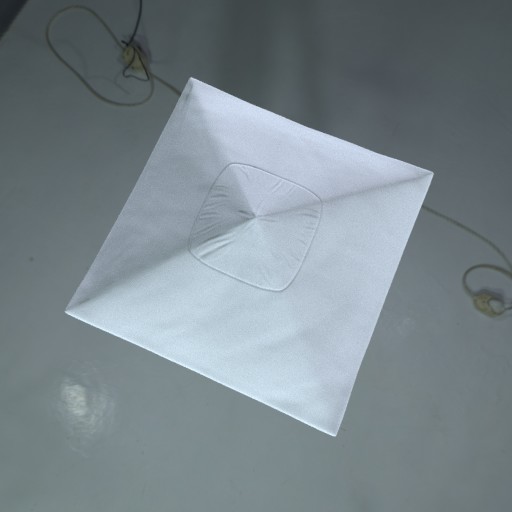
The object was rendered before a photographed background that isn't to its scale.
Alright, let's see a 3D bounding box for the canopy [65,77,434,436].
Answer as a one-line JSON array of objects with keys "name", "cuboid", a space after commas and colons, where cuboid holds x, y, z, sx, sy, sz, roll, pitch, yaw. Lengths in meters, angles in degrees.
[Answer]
[{"name": "canopy", "cuboid": [0.000, 0.000, 5.414, 2.996, 2.997, 2.998, 23, 78, 5]}]
